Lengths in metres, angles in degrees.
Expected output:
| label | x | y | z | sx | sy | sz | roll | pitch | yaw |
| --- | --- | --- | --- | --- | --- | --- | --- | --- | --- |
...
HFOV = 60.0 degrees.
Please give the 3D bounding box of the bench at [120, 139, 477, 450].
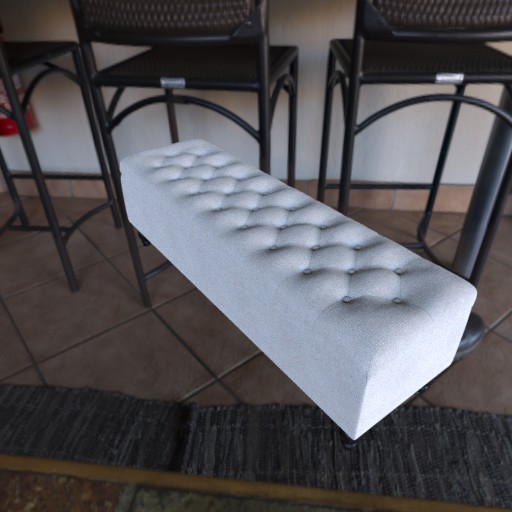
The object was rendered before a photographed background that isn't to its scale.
| label | x | y | z | sx | sy | sz | roll | pitch | yaw |
| --- | --- | --- | --- | --- | --- | --- | --- | --- | --- |
| bench | 0.000 | 0.000 | 1.708 | 0.455 | 0.467 | 1.480 | -23 | 41 | -30 |
